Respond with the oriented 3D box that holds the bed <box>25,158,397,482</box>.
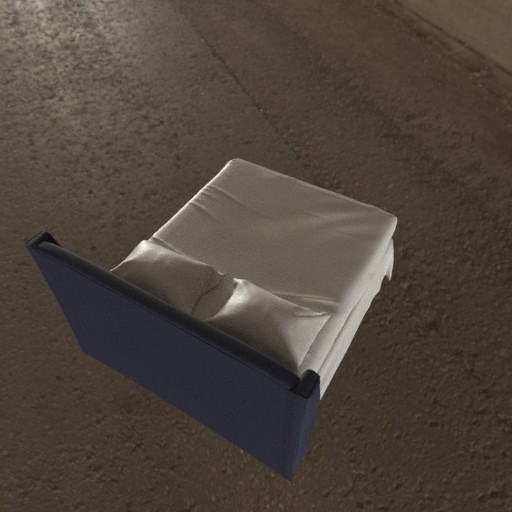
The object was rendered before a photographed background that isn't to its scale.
[{"bbox_3d":[0.000,0.000,3.444,1.925,1.332,2.276,24,52,20],"label":"bed"}]
